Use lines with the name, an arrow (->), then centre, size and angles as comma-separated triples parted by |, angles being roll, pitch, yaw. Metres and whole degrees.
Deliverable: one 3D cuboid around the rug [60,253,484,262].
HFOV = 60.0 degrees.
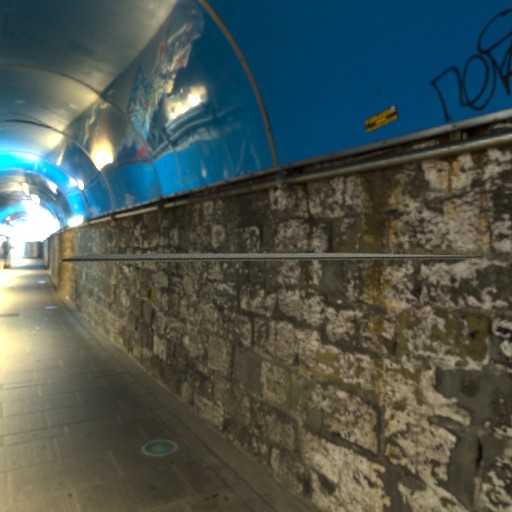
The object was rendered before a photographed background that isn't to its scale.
rug -> 0.000, 0.000, 2.927 | 2.206, 0.014, 1.578 | 0, 1, -17
